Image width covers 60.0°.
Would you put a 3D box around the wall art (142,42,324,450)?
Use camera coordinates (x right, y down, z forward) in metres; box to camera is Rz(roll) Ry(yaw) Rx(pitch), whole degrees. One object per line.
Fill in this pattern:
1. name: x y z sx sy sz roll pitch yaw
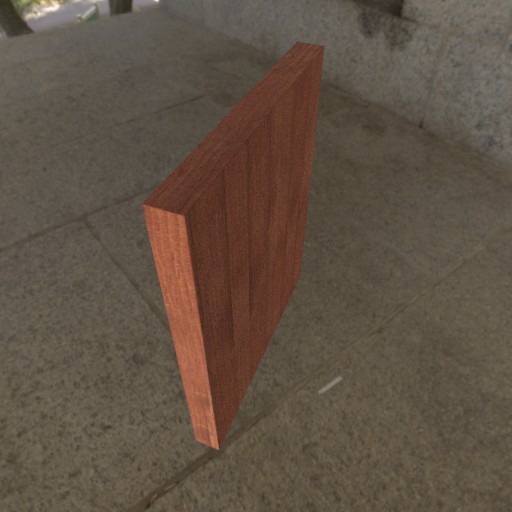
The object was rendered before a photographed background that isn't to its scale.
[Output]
1. wall art: 0.000 0.000 0.626 0.039 0.449 0.377 16 47 16
